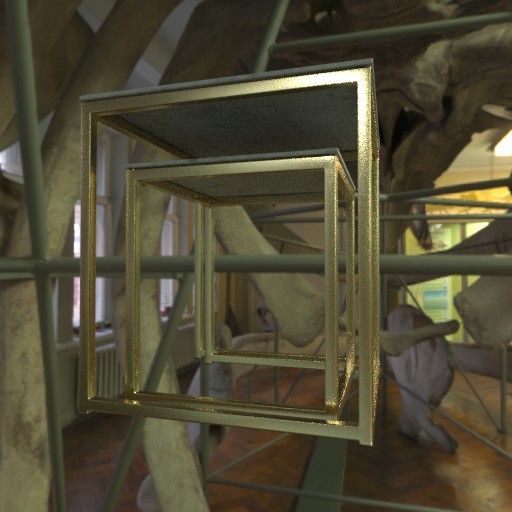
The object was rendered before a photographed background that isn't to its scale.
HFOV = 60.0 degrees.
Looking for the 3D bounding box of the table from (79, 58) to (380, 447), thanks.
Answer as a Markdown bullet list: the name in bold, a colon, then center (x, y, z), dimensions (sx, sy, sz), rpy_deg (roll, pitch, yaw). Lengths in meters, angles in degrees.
- **table**: center (0.000, 0.000, 0.847), dimensions (0.450, 0.500, 0.450), rpy_deg (0, -1, 17)
